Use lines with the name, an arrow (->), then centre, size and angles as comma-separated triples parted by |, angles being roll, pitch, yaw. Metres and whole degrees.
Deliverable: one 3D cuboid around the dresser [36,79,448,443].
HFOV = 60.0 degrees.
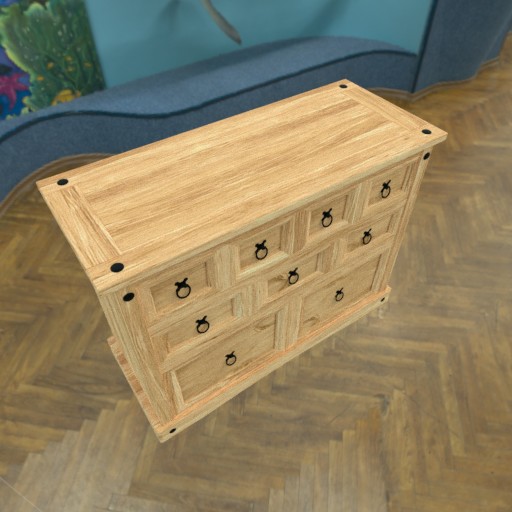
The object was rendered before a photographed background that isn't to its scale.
dresser -> 0.000, 0.000, 1.393 | 0.990, 0.740, 0.410 | -26, 51, -23
